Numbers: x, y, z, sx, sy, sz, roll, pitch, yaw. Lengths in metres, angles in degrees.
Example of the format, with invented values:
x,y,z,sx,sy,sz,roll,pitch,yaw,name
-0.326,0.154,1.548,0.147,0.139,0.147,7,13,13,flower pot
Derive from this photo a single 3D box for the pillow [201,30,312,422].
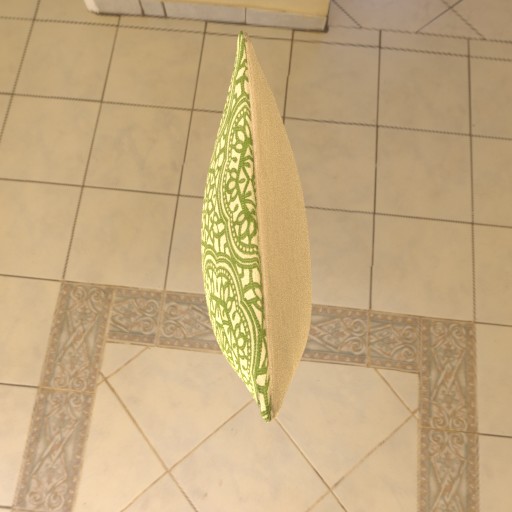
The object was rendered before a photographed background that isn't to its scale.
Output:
x,y,z,sx,sy,sz,roll,pitch,yaw,name
0.000,0.000,0.660,0.162,0.419,0.440,-4,75,-1,pillow
